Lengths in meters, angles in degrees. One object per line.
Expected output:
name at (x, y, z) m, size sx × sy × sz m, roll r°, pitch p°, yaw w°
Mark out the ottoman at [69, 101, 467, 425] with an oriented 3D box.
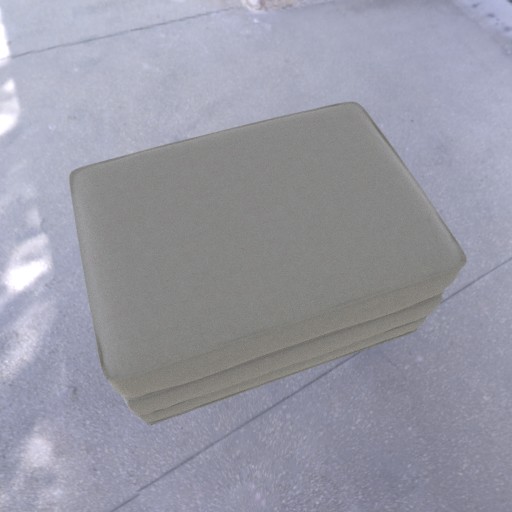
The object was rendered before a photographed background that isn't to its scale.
ottoman at (0.000, 0.000, 1.226) m, size 0.848 × 0.482 × 0.611 m, roll -17°, pitch 60°, yaw -10°
